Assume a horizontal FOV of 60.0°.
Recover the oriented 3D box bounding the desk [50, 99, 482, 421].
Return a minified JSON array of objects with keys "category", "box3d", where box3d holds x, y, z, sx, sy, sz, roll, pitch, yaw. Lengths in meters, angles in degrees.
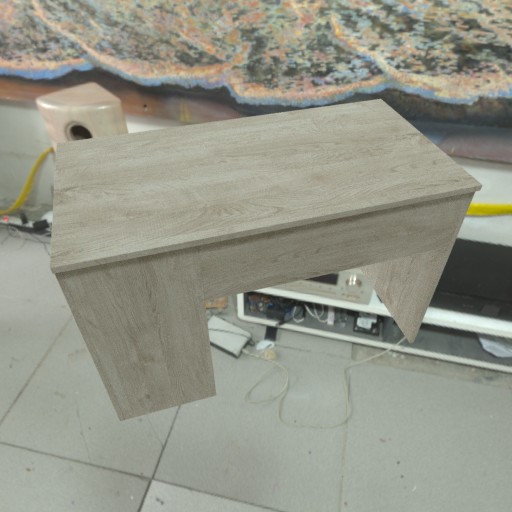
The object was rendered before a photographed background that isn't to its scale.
[{"category":"desk","box3d":[0.000,0.000,1.512,1.096,0.730,0.560,-12,45,-12]}]
